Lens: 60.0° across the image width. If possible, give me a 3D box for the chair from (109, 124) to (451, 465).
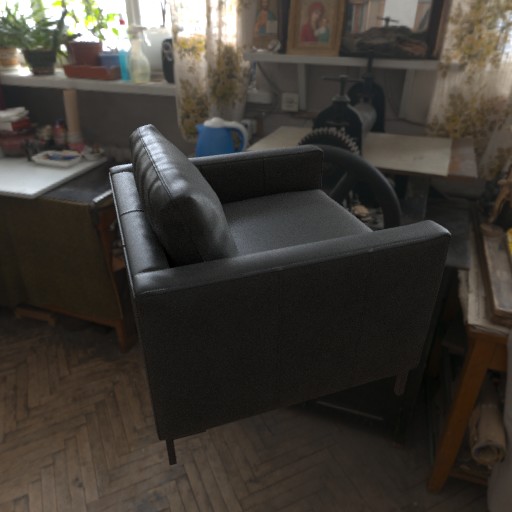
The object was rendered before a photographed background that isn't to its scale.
[{"bbox_3d":[0.000,0.000,1.492,0.861,0.824,0.967,-10,32,-17],"label":"chair"}]
